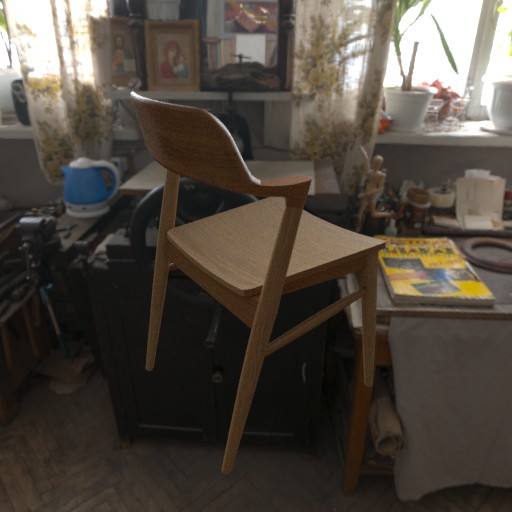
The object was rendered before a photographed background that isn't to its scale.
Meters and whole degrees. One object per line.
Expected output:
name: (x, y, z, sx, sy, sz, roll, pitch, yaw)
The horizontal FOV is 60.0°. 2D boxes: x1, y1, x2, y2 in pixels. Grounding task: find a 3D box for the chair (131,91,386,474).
chair: (0.000, 0.000, 1.118, 0.499, 0.792, 0.512, -18, 32, -32)
